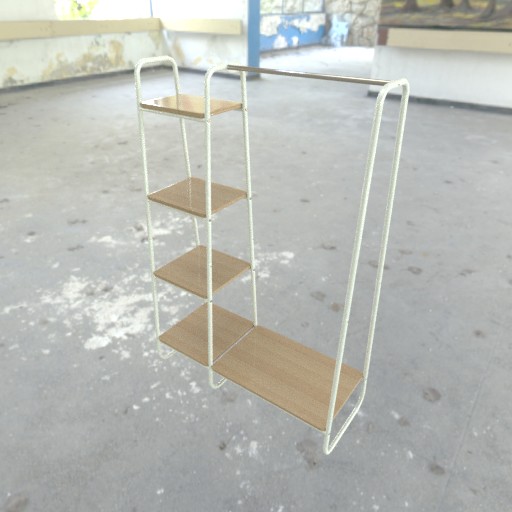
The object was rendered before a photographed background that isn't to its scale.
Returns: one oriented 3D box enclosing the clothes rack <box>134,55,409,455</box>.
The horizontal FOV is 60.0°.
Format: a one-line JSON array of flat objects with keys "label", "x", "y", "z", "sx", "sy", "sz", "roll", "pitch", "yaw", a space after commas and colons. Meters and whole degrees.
[{"label": "clothes rack", "x": 0.000, "y": 0.000, "z": 1.896, "sx": 1.011, "sy": 1.500, "sz": 0.400, "roll": 20, "pitch": 36, "yaw": 30}]
